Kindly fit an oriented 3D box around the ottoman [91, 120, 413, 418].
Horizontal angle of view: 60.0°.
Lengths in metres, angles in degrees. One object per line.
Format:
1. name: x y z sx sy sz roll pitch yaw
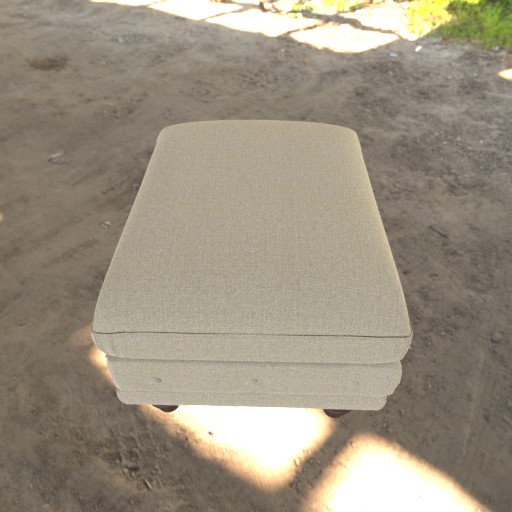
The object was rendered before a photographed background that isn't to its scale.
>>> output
1. ottoman: 0.000 0.000 1.038 0.541 0.463 0.684 1 43 2
